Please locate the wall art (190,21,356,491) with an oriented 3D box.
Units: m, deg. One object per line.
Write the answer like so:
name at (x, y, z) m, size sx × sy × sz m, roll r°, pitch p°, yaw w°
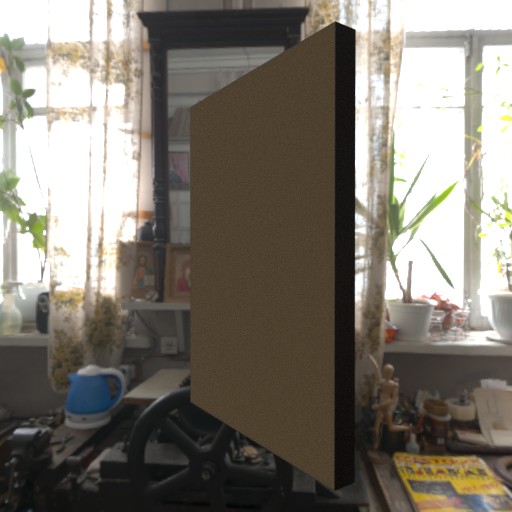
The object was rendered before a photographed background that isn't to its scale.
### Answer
wall art at (0.000, 0.000, 0.568) m, size 0.031 × 0.457 × 0.313 m, roll 0°, pitch 1°, yaw -35°
